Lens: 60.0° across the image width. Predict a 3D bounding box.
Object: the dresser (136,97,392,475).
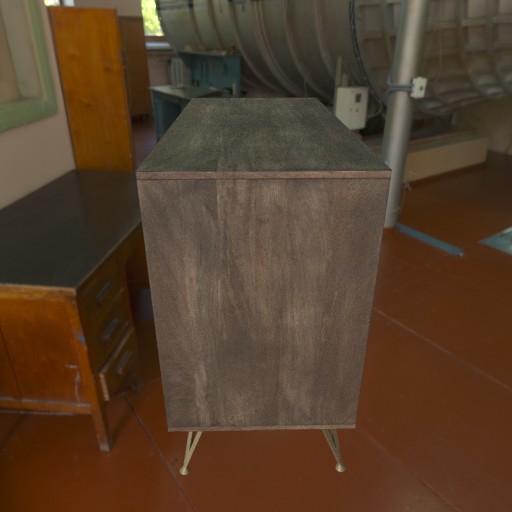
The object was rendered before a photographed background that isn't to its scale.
[{"bbox_3d":[0.000,0.000,1.359,0.453,0.801,0.923,-1,27,-1],"label":"dresser"}]
